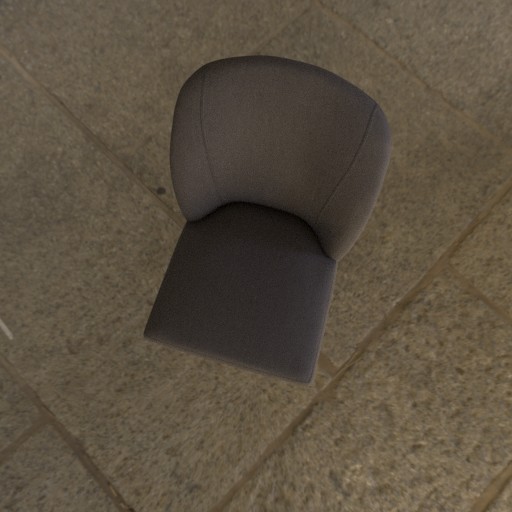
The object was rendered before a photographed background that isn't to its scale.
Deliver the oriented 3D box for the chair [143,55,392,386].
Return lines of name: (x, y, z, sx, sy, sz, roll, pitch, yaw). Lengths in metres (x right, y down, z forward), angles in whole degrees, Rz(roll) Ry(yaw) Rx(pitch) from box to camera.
chair: (0.000, 0.000, 1.255, 0.506, 0.879, 0.619, 15, 75, 4)
